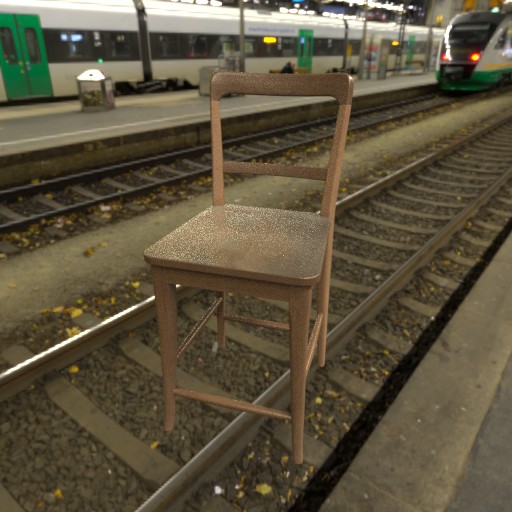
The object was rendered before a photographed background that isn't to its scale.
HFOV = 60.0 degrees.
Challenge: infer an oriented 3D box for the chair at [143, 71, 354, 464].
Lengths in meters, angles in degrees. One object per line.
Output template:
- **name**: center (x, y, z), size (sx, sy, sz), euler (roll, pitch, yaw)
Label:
- **chair**: center (0.000, 0.000, 1.315), size (0.450, 0.991, 0.546), euler (7, 26, 15)
